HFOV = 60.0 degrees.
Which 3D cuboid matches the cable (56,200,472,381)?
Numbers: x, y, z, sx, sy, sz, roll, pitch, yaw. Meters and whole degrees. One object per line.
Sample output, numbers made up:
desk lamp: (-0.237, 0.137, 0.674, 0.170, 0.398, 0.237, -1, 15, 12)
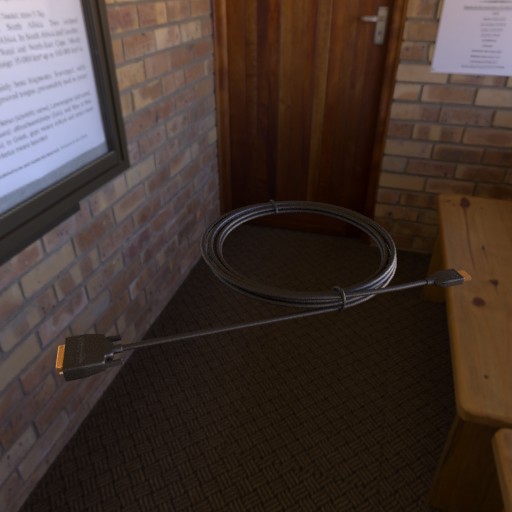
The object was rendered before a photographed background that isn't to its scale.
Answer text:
cable: (0.000, 0.000, 0.521, 0.422, 0.030, 0.257, -9, 33, -13)
